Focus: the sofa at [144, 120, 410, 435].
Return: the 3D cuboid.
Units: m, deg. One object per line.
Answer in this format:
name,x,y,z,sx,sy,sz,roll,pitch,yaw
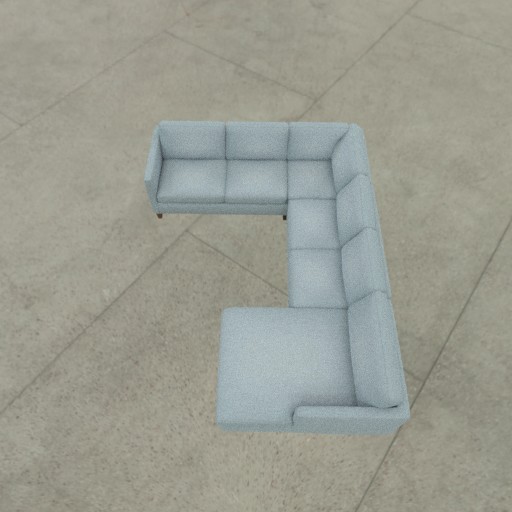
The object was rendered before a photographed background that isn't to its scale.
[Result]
sofa,0.000,0.000,4.628,2.551,0.889,3.403,1,57,1
